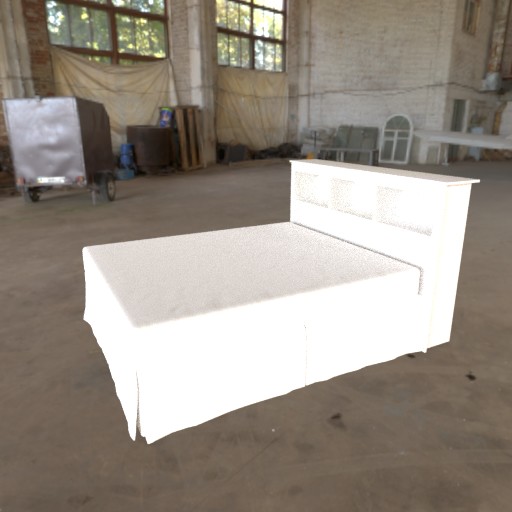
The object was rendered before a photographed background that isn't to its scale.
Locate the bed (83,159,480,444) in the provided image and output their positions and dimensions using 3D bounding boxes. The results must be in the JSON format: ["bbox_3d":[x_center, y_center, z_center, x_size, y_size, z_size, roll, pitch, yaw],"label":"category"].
[{"bbox_3d":[0.000,0.000,3.021,2.133,1.092,1.671,-9,19,-27],"label":"bed"}]
